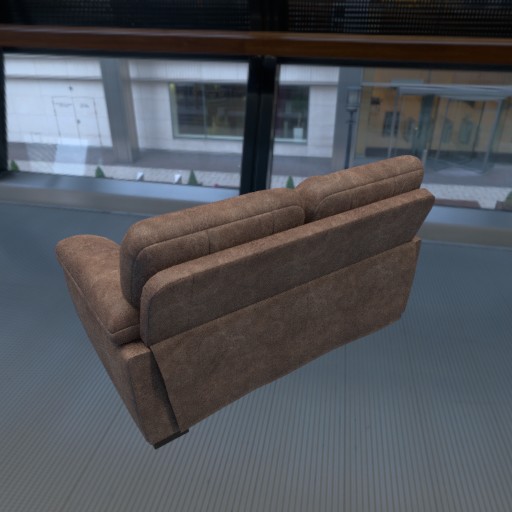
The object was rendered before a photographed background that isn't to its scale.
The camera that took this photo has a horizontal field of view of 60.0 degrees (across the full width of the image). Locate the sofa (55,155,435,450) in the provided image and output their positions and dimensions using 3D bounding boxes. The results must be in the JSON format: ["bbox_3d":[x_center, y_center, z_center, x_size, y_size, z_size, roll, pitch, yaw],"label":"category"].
[{"bbox_3d":[0.000,0.000,2.312,1.753,0.991,0.991,-19,34,-31],"label":"sofa"}]
